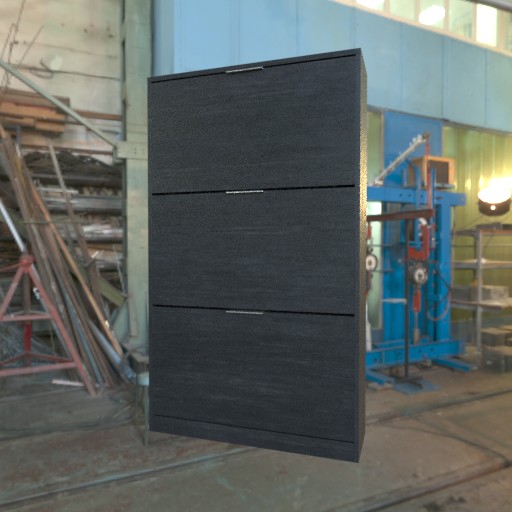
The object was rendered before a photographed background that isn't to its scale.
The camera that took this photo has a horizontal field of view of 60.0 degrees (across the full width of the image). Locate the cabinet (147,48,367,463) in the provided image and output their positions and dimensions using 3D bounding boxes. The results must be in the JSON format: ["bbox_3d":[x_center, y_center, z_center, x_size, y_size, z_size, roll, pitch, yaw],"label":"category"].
[{"bbox_3d":[0.000,0.000,1.590,0.750,1.280,0.250,0,1,19],"label":"cabinet"}]
